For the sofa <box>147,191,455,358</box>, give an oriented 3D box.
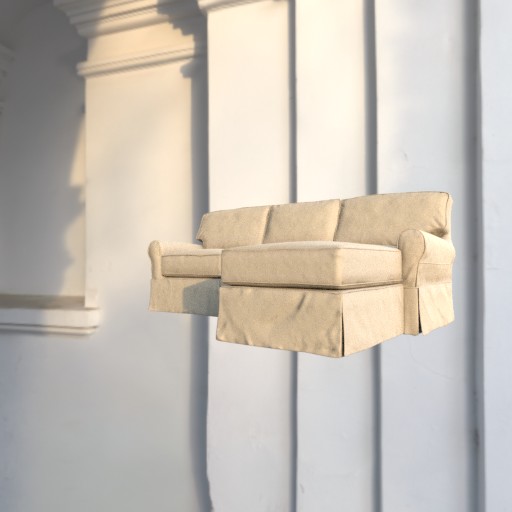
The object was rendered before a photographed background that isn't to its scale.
[{"bbox_3d":[0.000,0.000,3.318,2.475,0.978,1.733,-1,-1,36],"label":"sofa"}]
